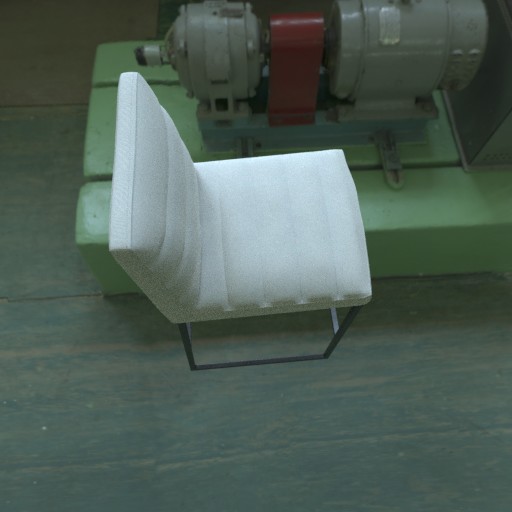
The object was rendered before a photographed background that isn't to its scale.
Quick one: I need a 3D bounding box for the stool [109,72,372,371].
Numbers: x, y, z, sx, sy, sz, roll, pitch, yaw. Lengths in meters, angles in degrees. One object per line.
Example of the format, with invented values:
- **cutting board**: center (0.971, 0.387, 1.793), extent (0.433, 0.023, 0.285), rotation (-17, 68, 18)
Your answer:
- **stool**: center (0.000, 0.000, 1.346), extent (0.573, 1.061, 0.464), rotation (-5, 65, -2)
